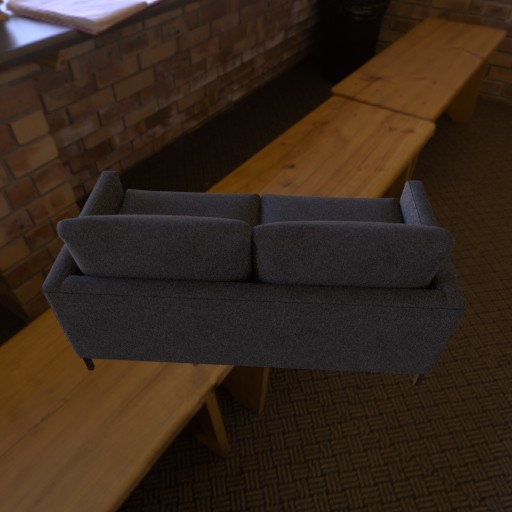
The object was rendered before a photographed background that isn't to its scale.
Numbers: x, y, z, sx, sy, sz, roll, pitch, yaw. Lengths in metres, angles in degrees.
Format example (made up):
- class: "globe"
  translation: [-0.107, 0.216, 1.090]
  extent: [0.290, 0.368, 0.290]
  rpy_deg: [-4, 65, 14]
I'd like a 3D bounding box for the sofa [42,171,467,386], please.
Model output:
- class: "sofa"
  translation: [0.000, 0.000, 2.176]
  extent: [1.716, 0.862, 0.866]
  rpy_deg: [2, 45, 2]
